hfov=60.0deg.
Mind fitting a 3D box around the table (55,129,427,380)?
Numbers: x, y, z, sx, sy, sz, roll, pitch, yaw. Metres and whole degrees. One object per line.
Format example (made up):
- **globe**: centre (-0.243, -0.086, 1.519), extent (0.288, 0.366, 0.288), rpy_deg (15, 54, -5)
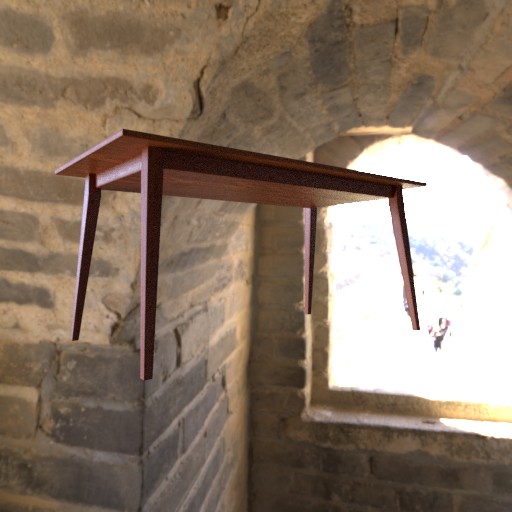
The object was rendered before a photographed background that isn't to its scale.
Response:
- **table**: centre (0.000, 0.000, 2.117), extent (1.609, 0.755, 0.811), rpy_deg (0, 0, -37)
